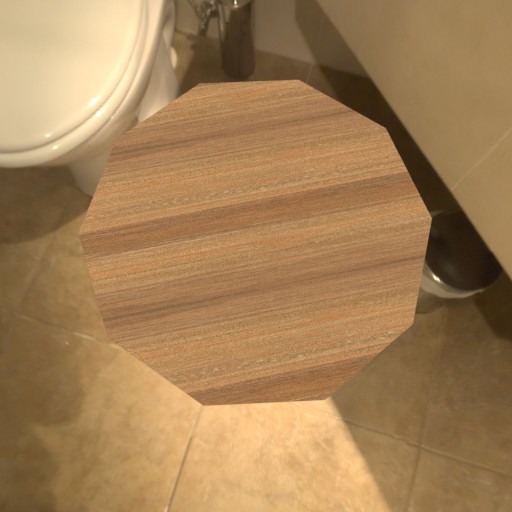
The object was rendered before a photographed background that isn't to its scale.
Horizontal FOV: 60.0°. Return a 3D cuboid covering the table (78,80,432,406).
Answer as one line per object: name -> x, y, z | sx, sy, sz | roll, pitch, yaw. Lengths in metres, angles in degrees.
table -> 0.000, 0.000, 1.848 | 1.186, 0.752, 1.186 | 0, 75, 0
